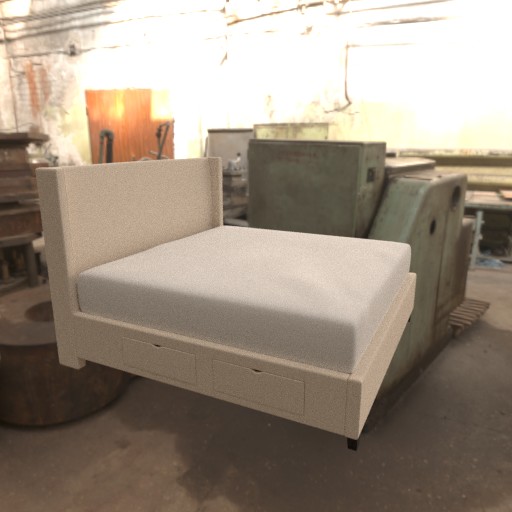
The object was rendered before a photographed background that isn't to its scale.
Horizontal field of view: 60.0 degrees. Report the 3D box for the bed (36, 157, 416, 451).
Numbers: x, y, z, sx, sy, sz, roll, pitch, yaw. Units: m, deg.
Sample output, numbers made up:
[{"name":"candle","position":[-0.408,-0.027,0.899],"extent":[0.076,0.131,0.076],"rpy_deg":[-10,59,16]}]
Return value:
[{"name":"bed","position":[0.000,0.000,3.611],"extent":[2.293,1.471,2.145],"rpy_deg":[7,16,26]}]
